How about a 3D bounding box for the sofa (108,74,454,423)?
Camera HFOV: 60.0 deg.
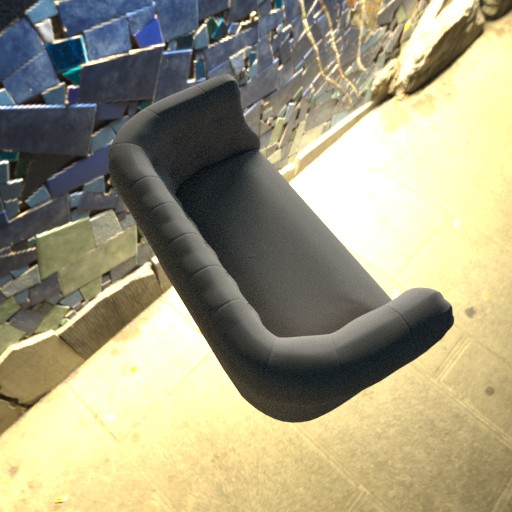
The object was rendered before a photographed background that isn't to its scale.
[{"bbox_3d":[0.000,0.000,2.026,0.835,0.827,1.558,-28,62,-16],"label":"sofa"}]
